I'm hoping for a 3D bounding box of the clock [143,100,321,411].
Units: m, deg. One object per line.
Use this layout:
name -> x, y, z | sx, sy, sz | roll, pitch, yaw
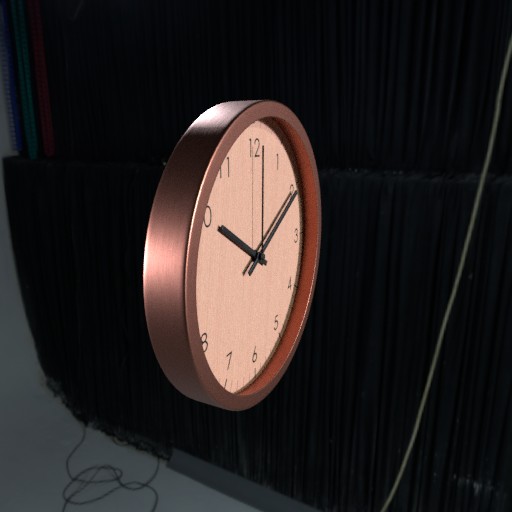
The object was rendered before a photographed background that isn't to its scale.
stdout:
clock -> 0.000, 0.000, 0.474 | 0.040, 0.313, 0.313 | 7, 16, 26
